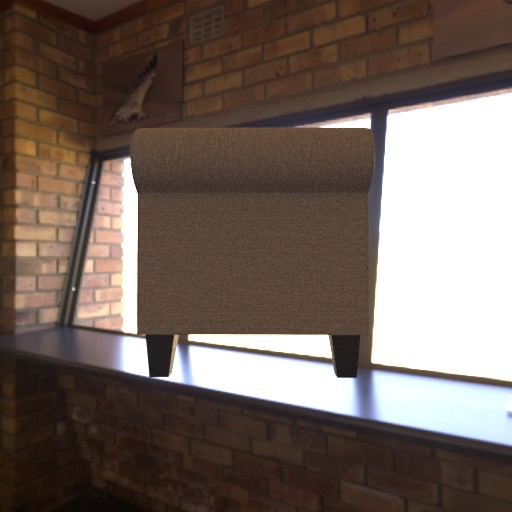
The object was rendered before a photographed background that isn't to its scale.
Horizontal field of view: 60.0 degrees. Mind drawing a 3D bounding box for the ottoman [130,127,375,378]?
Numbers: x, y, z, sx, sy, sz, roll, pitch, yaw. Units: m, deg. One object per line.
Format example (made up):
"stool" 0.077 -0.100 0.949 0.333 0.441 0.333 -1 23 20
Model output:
"ottoman" 0.000 0.000 1.529 0.521 0.547 1.256 0 -1 1
